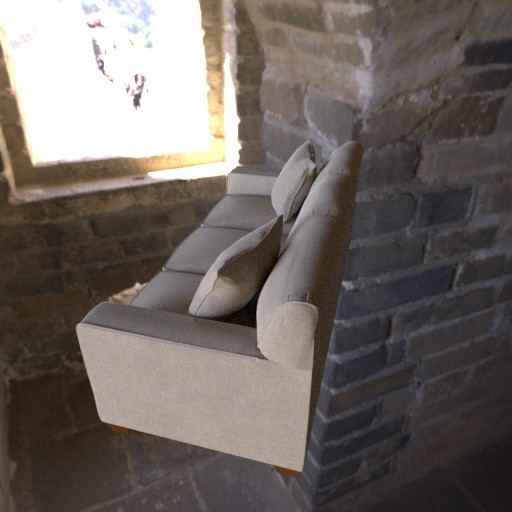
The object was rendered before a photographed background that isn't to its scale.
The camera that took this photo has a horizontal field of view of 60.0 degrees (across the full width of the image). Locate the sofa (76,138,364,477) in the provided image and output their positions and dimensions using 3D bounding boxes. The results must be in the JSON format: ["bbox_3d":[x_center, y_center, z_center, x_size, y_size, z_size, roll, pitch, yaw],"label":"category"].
[{"bbox_3d":[0.000,0.000,2.543,0.997,0.958,2.024,8,31,14],"label":"sofa"}]
